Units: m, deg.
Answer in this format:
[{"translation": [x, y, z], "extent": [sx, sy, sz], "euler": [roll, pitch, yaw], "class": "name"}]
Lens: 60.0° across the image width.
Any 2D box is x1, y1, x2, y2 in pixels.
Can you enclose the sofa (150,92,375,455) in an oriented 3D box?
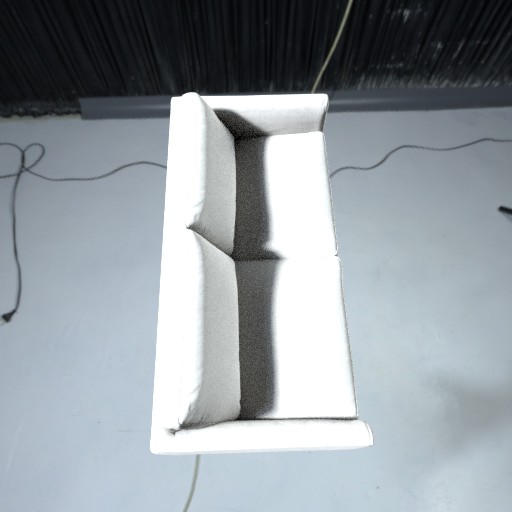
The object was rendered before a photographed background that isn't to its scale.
[{"translation": [0.000, 0.000, 2.777], "extent": [1.090, 0.838, 2.588], "euler": [-2, 65, -1], "class": "sofa"}]
